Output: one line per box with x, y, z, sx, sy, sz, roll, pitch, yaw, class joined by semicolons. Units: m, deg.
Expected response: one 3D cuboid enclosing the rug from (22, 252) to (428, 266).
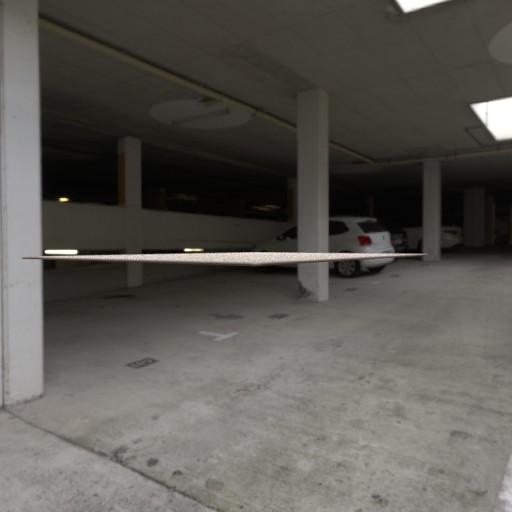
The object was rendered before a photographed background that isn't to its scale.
0.000;0.000;2.734;1.517;0.013;2.115;1;2;36;rug
